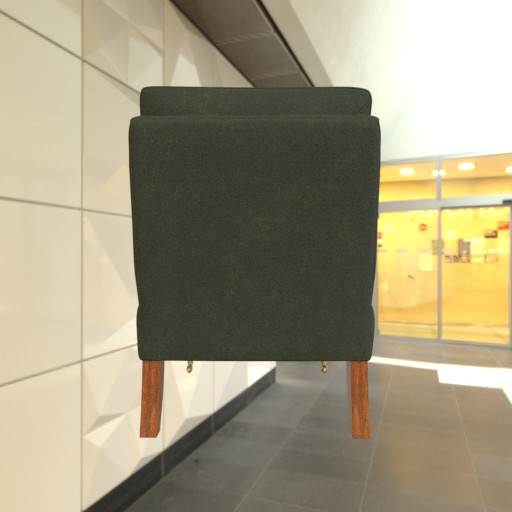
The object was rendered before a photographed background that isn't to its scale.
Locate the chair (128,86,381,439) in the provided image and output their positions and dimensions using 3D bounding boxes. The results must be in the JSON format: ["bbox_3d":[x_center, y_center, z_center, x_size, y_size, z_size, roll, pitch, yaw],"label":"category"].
[{"bbox_3d":[0.000,0.000,1.645,0.724,1.052,0.912,0,0,1],"label":"chair"}]
